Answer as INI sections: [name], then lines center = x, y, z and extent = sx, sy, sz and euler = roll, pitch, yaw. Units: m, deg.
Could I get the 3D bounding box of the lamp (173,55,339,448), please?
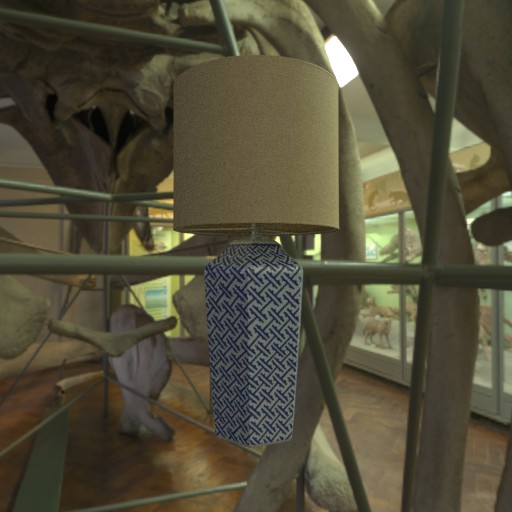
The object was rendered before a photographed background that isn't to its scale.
[lamp]
center = 0.000, 0.000, 0.866
extent = 0.320, 0.682, 0.320
euler = 0, -1, -18
